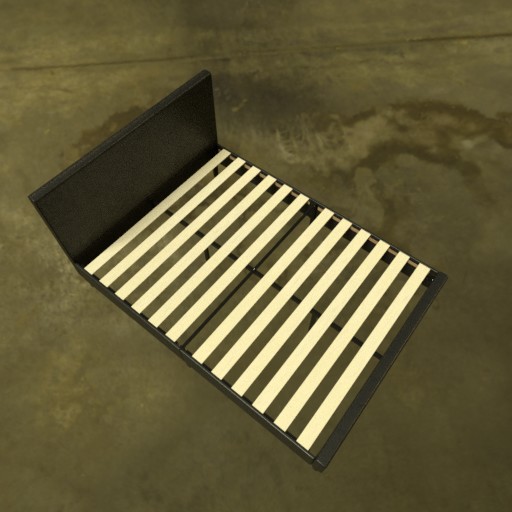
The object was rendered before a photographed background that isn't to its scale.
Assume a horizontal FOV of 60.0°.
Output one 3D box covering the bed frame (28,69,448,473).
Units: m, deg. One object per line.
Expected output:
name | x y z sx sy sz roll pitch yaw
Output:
bed frame | 0.000 0.000 3.158 2.318 1.127 1.634 34 63 20
